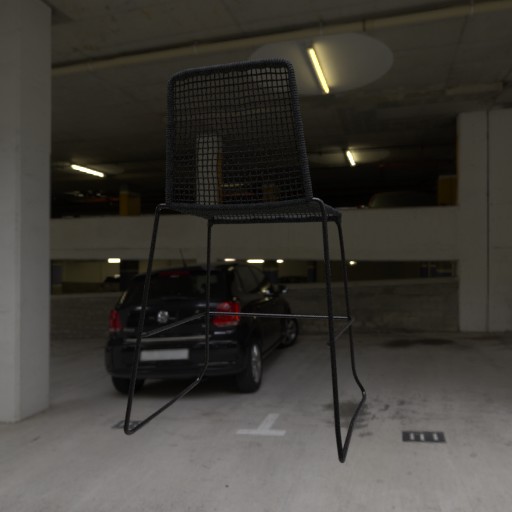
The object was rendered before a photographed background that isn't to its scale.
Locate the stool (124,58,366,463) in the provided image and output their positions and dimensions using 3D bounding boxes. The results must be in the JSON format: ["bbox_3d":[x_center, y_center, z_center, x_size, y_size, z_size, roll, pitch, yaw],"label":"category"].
[{"bbox_3d":[0.000,0.000,1.263,0.590,0.905,0.509,0,0,17],"label":"stool"}]
